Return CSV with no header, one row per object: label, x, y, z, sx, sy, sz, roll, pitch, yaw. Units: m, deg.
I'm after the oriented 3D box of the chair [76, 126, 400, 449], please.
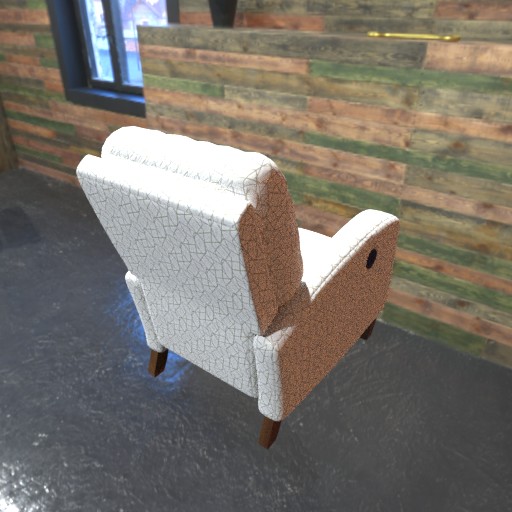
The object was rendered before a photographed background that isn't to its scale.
chair,0.000,0.000,1.740,0.796,1.064,0.995,20,36,31
